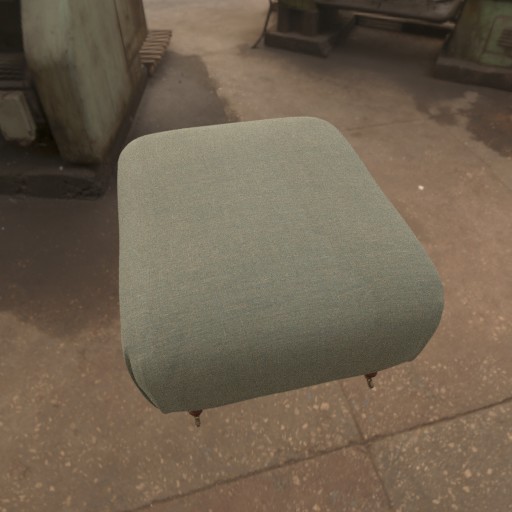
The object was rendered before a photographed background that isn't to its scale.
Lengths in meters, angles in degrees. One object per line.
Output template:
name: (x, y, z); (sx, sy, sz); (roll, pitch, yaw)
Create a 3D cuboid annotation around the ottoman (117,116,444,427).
ottoman: (0.000, 0.000, 1.119); (0.622, 0.450, 0.747); (-9, 46, -9)
